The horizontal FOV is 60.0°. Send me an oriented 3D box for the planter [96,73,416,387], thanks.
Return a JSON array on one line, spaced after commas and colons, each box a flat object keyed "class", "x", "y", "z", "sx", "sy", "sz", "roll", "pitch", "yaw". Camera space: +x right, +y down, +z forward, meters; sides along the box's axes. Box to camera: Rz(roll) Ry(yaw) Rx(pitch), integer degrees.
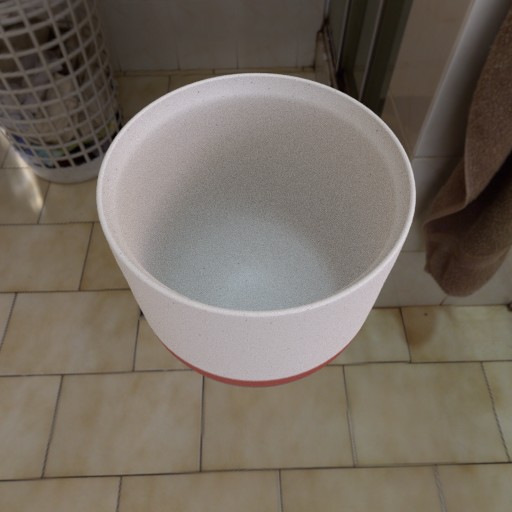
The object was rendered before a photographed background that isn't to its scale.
[{"class": "planter", "x": 0.000, "y": 0.000, "z": 0.488, "sx": 0.268, "sy": 0.270, "sz": 0.268, "roll": 0, "pitch": 58, "yaw": 0}]
